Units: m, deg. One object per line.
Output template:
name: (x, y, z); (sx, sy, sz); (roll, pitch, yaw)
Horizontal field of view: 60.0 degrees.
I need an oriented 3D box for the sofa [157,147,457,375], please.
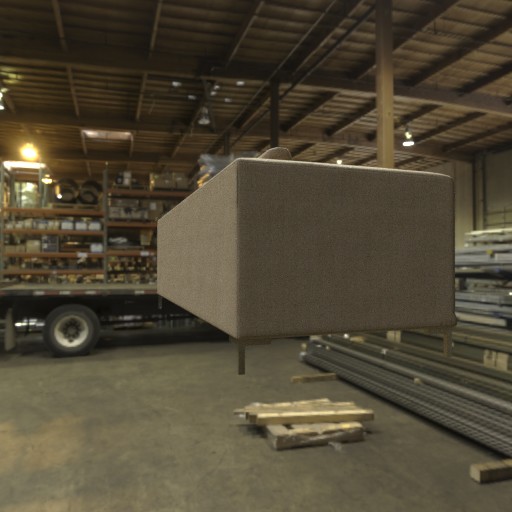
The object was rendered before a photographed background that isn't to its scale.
sofa: (0.000, 0.000, 2.824); (0.969, 0.867, 2.415); (0, -1, -19)
